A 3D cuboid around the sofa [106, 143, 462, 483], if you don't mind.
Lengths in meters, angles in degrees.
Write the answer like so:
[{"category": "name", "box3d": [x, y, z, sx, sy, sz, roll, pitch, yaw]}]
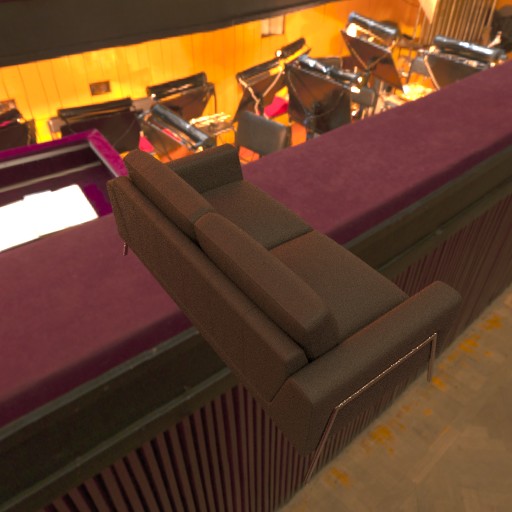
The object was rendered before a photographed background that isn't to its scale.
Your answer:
[{"category": "sofa", "box3d": [0.000, 0.000, 2.566, 0.953, 0.875, 2.017, -25, 46, -27]}]
